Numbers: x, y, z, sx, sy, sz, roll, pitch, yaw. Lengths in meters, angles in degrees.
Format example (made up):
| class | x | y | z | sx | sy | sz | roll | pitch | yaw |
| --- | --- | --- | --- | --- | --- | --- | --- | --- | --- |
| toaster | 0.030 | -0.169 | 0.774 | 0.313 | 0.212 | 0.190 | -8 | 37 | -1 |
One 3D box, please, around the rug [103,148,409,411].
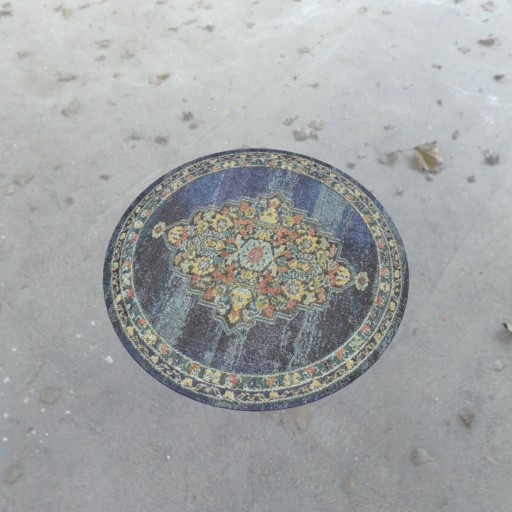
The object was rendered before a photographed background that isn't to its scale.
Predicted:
| class | x | y | z | sx | sy | sz | roll | pitch | yaw |
| --- | --- | --- | --- | --- | --- | --- | --- | --- | --- |
| rug | 0.000 | 0.000 | 3.510 | 2.386 | 0.014 | 2.386 | 0 | 58 | 0 |
